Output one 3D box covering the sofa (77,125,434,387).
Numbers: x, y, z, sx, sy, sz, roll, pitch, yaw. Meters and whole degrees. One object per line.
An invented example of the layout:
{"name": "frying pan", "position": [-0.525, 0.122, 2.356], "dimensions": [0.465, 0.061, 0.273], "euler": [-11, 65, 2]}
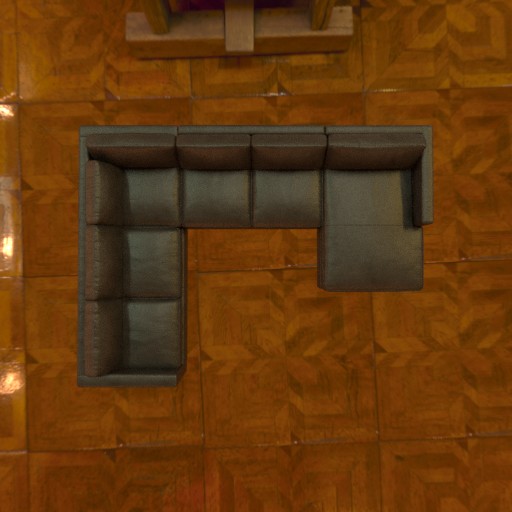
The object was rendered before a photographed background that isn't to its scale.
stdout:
{"name": "sofa", "position": [0.000, 0.000, 4.417], "dimensions": [3.324, 0.891, 2.452], "euler": [0, 89, 0]}
